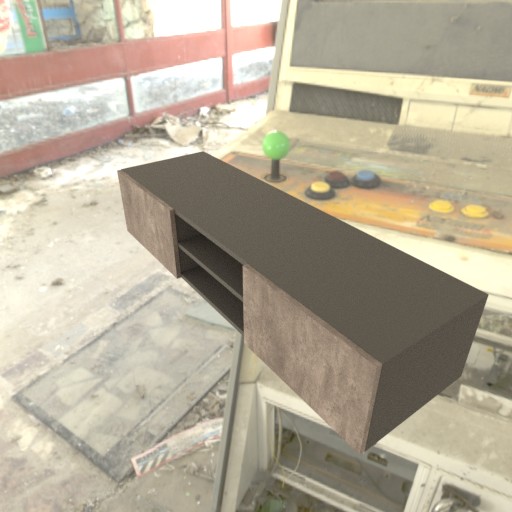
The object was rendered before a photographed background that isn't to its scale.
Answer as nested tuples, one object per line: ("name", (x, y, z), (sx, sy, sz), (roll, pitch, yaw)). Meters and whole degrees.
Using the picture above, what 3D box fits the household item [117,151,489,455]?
("household item", (0.000, 0.000, 1.567), (0.420, 0.310, 1.400), (-21, 37, -30))
